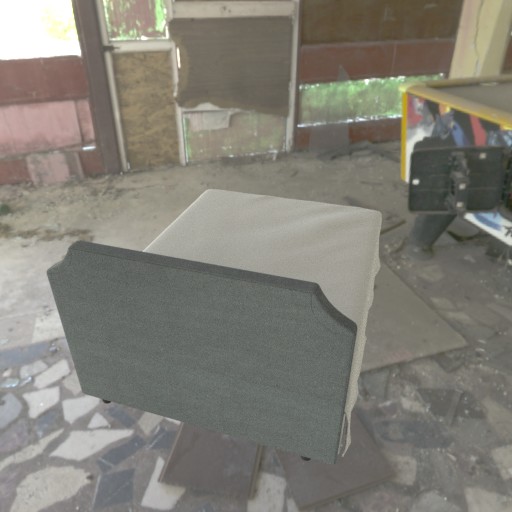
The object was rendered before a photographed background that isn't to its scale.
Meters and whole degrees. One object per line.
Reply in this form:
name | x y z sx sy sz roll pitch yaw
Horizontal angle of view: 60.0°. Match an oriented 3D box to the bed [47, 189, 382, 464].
bed | 0.000 0.000 3.605 1.977 1.306 2.464 10 33 15
